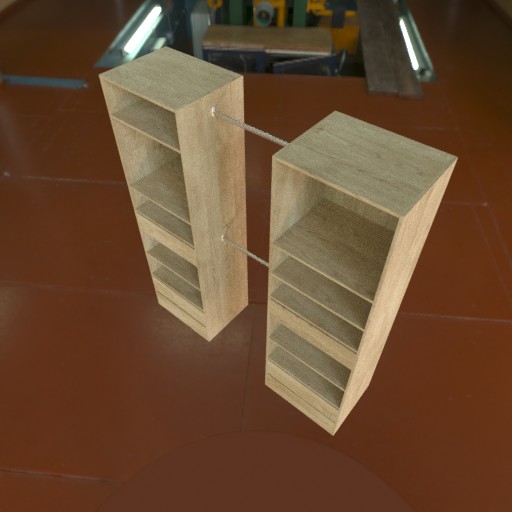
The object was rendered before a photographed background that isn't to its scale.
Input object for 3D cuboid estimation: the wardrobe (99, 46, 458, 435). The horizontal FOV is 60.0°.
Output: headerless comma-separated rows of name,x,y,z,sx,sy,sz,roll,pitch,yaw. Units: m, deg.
wardrobe,0.000,0.000,2.819,1.770,2.000,0.480,31,54,26
